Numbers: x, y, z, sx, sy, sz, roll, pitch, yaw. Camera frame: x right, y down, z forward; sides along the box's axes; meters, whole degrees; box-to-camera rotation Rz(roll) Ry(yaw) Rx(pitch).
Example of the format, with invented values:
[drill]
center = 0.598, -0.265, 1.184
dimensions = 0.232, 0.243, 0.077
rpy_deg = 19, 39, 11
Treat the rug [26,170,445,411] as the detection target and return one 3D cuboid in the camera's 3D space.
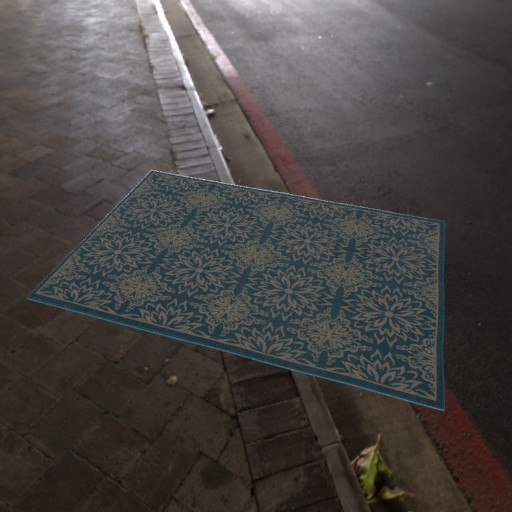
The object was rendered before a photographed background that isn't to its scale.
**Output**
[rug]
center = 0.000, 0.000, 2.258
dimensions = 1.833, 0.012, 1.211
rpy_deg = 12, 42, 13
